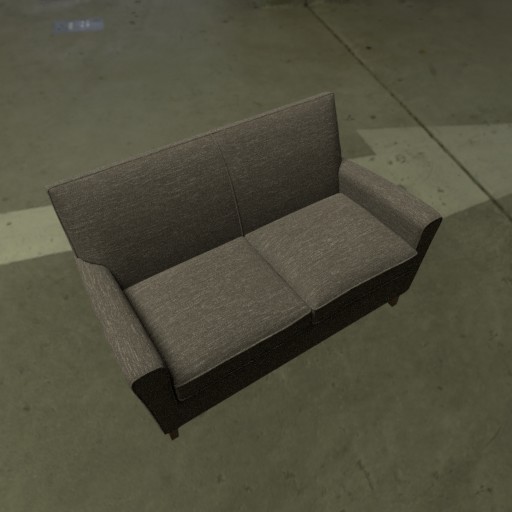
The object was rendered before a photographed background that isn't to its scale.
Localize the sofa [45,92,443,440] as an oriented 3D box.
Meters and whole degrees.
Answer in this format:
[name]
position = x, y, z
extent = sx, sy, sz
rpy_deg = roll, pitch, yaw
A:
[sofa]
position = 0.000, 0.000, 2.081
extent = 1.509, 0.905, 0.867
rpy_deg = -25, 52, -22
